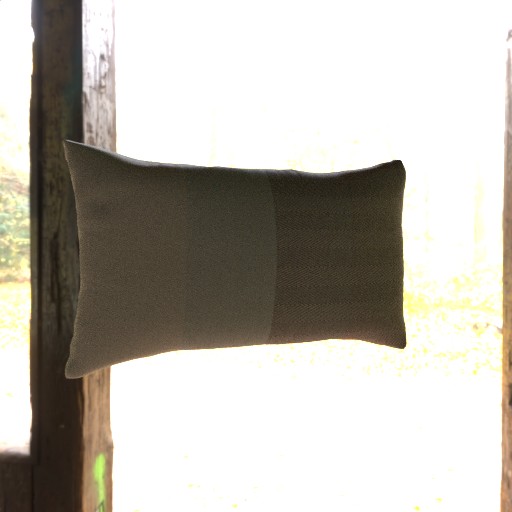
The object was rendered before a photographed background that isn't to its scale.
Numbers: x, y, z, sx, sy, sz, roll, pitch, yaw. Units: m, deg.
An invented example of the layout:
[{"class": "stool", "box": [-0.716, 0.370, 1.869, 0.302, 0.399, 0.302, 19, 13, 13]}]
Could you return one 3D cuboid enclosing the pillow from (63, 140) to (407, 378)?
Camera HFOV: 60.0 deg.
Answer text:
[{"class": "pillow", "box": [0.000, 0.000, 0.633, 0.506, 0.305, 0.139, 0, 1, -18]}]
